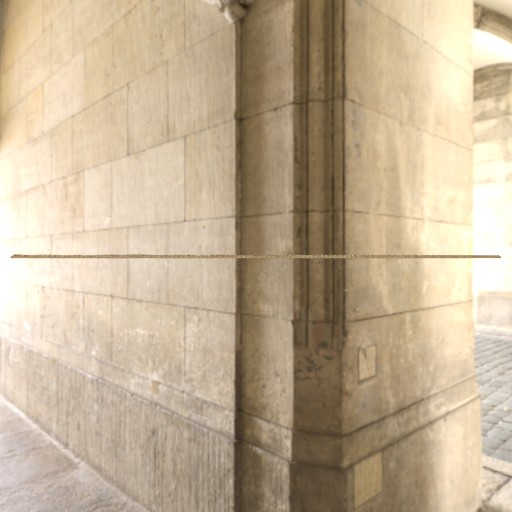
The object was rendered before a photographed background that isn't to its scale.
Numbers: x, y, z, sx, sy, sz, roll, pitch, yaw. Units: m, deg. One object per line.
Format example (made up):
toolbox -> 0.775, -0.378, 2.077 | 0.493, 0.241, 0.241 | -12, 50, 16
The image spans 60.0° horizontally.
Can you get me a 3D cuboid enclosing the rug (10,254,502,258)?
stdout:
rug -> 0.000, 0.000, 3.950 | 3.052, 0.030, 2.429 | 0, 0, 0
